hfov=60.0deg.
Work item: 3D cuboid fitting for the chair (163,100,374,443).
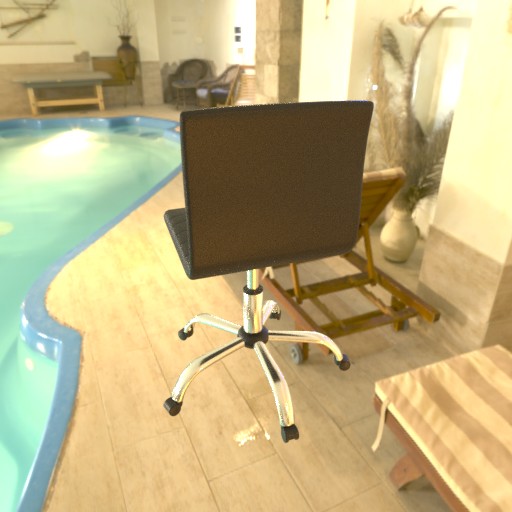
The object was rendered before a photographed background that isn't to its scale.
[{"bbox_3d":[0.000,0.000,1.125,0.556,0.780,0.530,-9,29,-17],"label":"chair"}]
